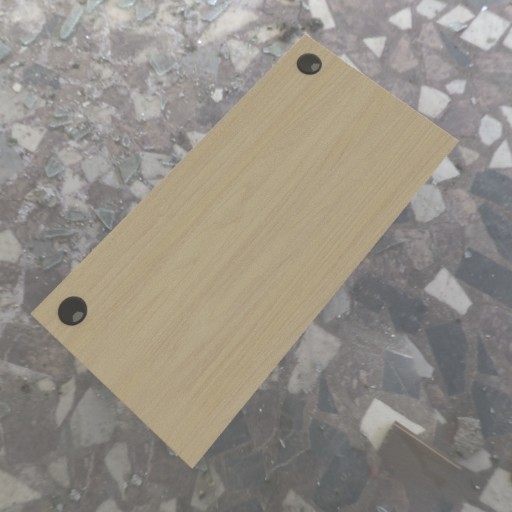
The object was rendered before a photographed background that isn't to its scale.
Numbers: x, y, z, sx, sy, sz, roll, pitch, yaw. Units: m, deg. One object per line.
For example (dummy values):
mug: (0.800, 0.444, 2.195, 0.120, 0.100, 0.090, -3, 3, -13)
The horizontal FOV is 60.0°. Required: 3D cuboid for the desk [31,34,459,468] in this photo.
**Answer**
desk: (0.000, 0.000, 1.638, 0.600, 0.750, 1.200, 39, 79, 10)
